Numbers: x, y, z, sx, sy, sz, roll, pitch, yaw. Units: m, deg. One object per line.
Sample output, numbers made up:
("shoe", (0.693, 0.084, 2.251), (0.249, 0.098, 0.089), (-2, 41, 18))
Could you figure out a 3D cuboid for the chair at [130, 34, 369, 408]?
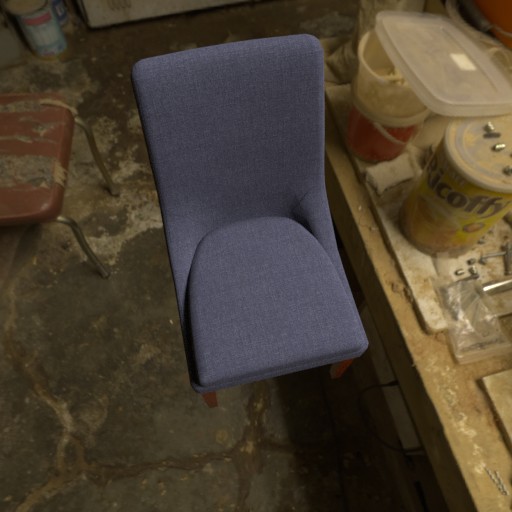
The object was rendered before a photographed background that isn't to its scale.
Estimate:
("chair", (0.000, 0.000, 1.303), (0.508, 0.952, 0.655), (-12, 63, -6))
